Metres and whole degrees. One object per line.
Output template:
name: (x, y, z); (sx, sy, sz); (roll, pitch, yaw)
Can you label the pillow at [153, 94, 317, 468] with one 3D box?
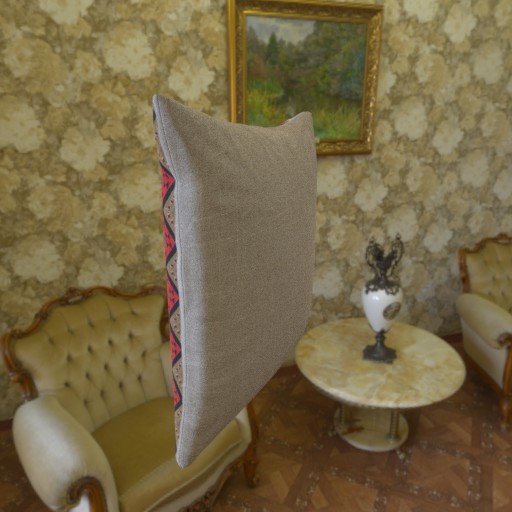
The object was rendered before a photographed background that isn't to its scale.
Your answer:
pillow: (0.000, 0.000, 0.786); (0.158, 0.511, 0.513); (8, 18, 24)
